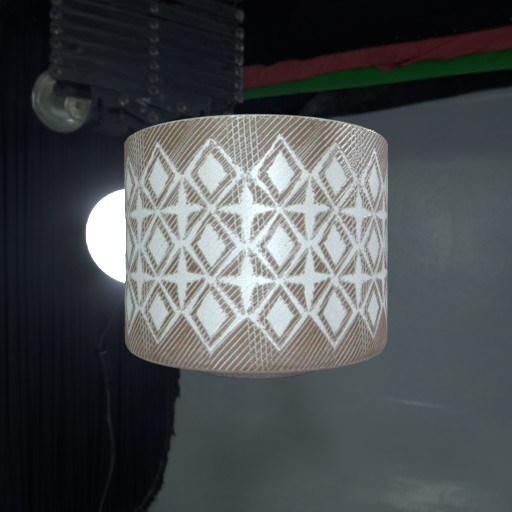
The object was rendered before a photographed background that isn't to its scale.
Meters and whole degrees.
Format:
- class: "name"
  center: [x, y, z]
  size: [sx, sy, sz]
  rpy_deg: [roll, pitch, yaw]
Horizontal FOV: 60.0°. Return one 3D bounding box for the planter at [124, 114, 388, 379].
- class: "planter"
  center: [0.000, 0.000, 0.223]
  size: [0.126, 0.104, 0.126]
  rpy_deg: [0, 1, 0]
